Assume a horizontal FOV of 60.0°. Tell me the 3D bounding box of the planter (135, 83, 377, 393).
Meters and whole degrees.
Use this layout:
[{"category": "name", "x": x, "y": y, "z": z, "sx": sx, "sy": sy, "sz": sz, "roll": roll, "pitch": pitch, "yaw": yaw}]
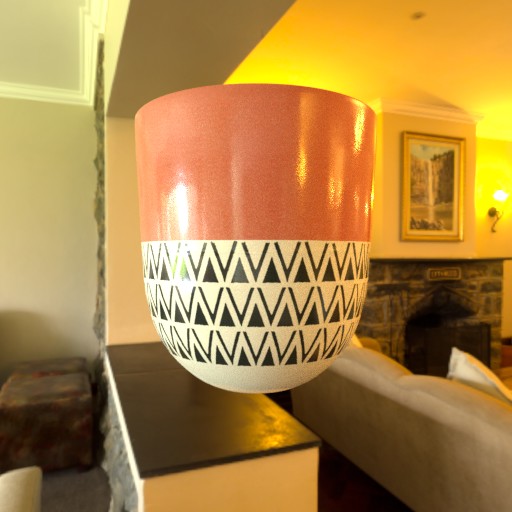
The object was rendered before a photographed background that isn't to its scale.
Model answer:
[{"category": "planter", "x": 0.000, "y": 0.000, "z": 0.370, "sx": 0.195, "sy": 0.214, "sz": 0.195, "roll": 0, "pitch": 0, "yaw": 0}]
